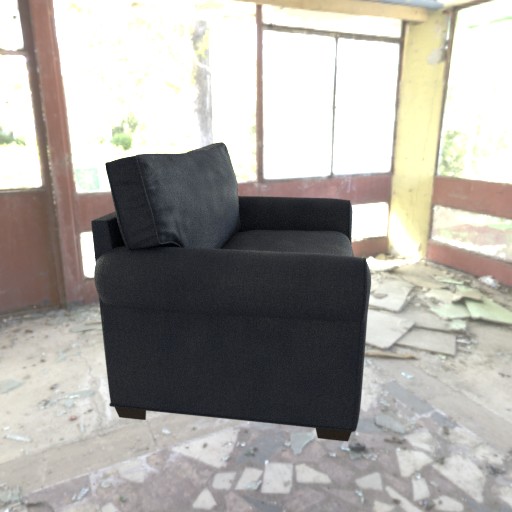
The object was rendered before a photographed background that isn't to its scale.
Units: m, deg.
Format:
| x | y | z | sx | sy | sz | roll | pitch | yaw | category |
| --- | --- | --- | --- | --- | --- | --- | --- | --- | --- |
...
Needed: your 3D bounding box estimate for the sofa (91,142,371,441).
| x | y | z | sx | sy | sz | roll | pitch | yaw | category |
| --- | --- | --- | --- | --- | --- | --- | --- | --- | --- |
| 0.000 | 0.000 | 2.081 | 0.938 | 1.004 | 1.405 | 3 | 16 | 9 | sofa |
